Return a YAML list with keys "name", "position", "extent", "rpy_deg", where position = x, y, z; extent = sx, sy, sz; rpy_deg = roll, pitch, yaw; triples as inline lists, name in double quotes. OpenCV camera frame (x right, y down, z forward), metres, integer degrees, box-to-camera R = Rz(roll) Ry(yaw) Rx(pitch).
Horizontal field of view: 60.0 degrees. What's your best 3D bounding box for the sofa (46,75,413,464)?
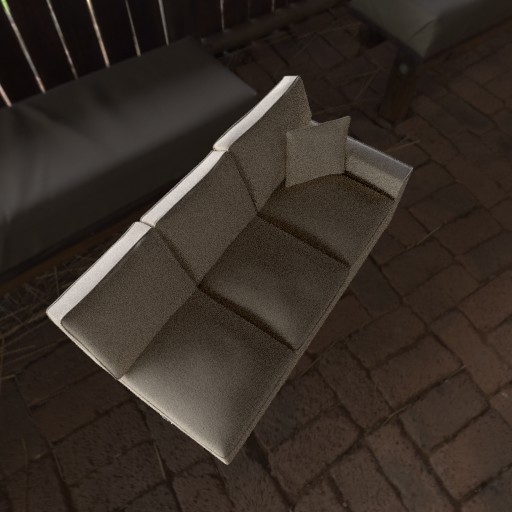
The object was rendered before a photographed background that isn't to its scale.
- name: "sofa"
  position: [0.000, 0.000, 2.559]
  extent: [1.034, 0.946, 1.963]
  rpy_deg: [31, 64, 17]
